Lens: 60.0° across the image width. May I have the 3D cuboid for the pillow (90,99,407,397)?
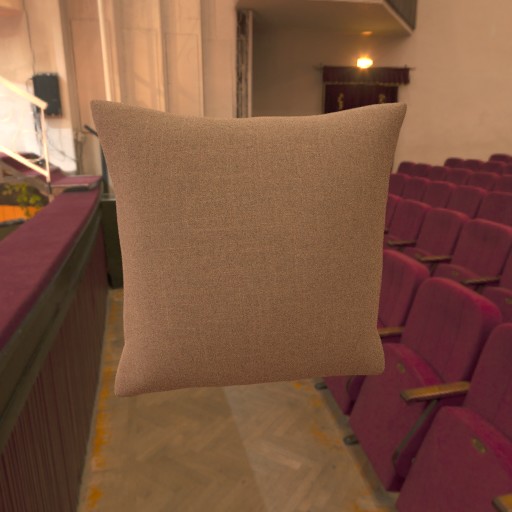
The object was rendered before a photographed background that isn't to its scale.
[{"bbox_3d":[0.000,0.000,0.765,0.512,0.506,0.178,-2,16,-9],"label":"pillow"}]
